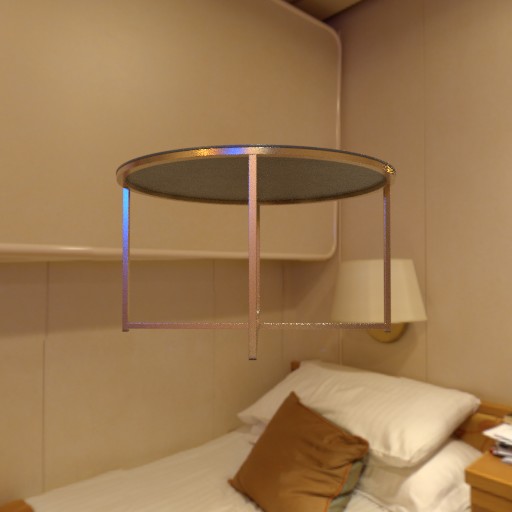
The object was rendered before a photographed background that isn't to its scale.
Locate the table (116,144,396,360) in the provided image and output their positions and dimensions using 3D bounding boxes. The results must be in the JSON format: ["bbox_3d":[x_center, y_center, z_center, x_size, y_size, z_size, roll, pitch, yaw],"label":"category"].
[{"bbox_3d":[0.000,0.000,1.323,0.800,0.450,0.800,0,-1,0],"label":"table"}]
